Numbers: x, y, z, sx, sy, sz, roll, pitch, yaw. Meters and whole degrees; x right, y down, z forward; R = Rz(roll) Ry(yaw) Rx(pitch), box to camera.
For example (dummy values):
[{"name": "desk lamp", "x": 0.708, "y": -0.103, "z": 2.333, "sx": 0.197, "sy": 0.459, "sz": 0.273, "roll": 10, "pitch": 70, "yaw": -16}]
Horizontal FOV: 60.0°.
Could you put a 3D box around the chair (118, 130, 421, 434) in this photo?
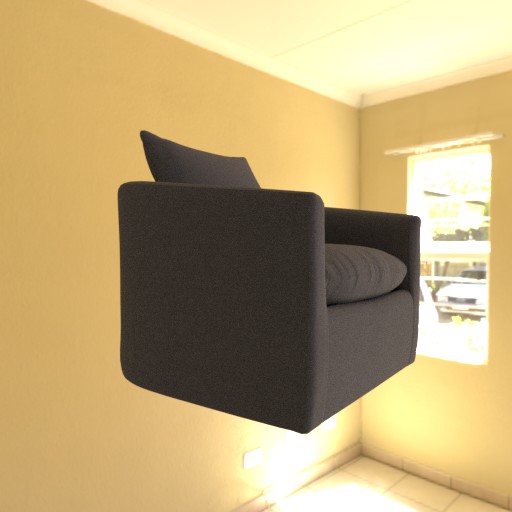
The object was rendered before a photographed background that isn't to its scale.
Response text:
[{"name": "chair", "x": 0.000, "y": 0.000, "z": 1.561, "sx": 0.910, "sy": 0.848, "sz": 0.845, "roll": 0, "pitch": 1, "yaw": 36}]
